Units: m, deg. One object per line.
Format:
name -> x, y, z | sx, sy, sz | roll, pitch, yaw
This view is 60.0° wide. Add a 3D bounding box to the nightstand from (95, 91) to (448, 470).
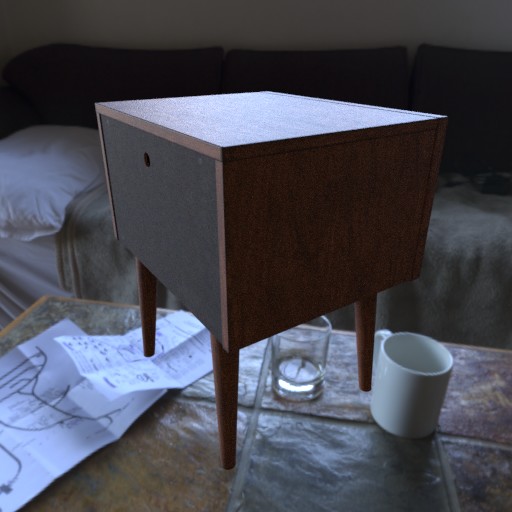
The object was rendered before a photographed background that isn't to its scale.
nightstand -> 0.000, 0.000, 0.955 | 0.445, 0.607, 0.521 | -16, 30, -30
